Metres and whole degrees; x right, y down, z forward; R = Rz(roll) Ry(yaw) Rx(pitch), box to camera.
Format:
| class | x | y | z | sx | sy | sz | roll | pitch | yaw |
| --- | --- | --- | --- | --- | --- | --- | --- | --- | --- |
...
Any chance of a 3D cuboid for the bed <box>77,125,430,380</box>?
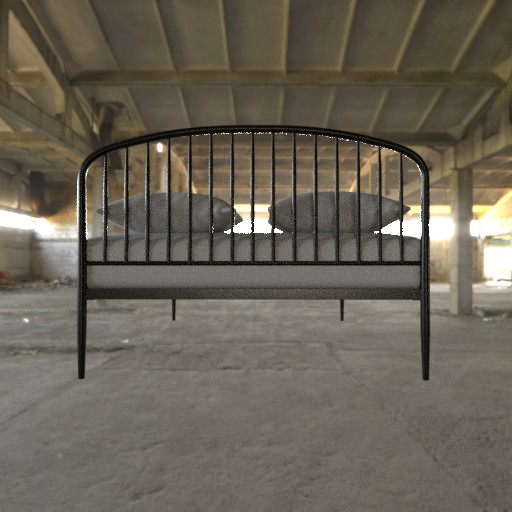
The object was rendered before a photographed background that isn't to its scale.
| class | x | y | z | sx | sy | sz | roll | pitch | yaw |
| --- | --- | --- | --- | --- | --- | --- | --- | --- | --- |
| bed | 0.000 | 0.000 | 3.091 | 1.618 | 1.166 | 2.159 | 0 | -1 | 1 |
